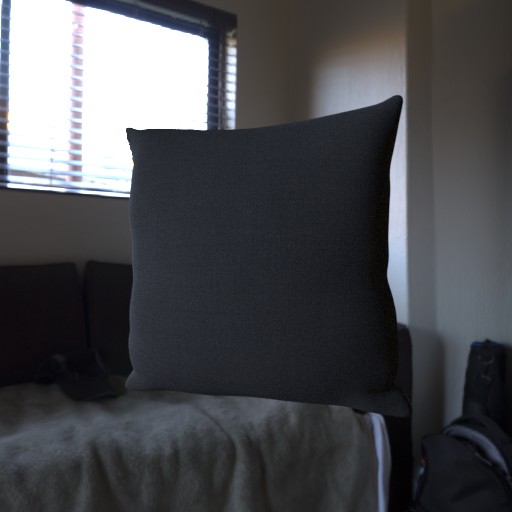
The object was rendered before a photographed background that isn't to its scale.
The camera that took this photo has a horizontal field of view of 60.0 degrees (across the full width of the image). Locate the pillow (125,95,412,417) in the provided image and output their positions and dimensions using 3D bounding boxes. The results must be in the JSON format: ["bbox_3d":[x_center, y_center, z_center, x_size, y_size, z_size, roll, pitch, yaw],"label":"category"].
[{"bbox_3d":[0.000,0.000,0.758,0.503,0.496,0.208,0,-1,17],"label":"pillow"}]
